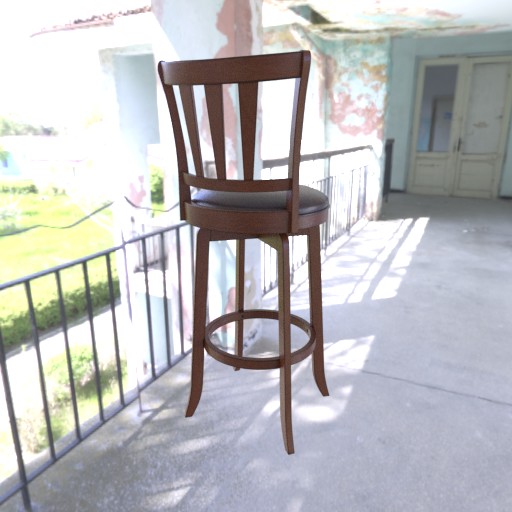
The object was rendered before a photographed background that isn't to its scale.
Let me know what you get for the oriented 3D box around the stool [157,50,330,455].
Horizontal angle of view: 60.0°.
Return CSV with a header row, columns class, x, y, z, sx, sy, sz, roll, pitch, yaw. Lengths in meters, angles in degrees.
class,x,y,z,sx,sy,sz,roll,pitch,yaw
stool,0.000,0.000,1.463,0.464,1.177,0.503,9,19,26
